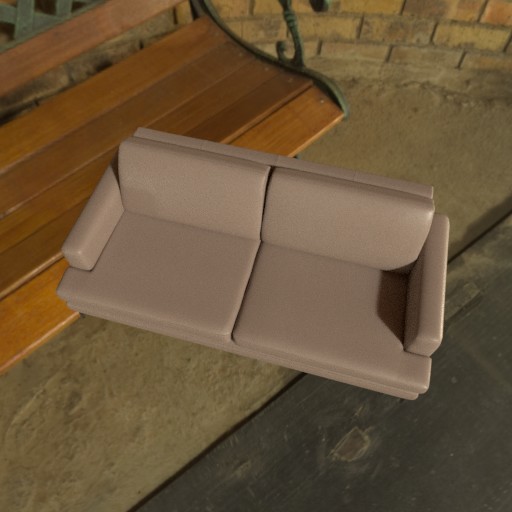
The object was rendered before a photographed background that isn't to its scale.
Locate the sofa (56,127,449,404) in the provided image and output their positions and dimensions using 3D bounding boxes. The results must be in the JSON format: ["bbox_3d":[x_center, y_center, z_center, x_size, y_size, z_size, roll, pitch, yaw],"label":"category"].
[{"bbox_3d":[0.000,0.000,2.402,1.940,0.765,0.974,13,61,8],"label":"sofa"}]
